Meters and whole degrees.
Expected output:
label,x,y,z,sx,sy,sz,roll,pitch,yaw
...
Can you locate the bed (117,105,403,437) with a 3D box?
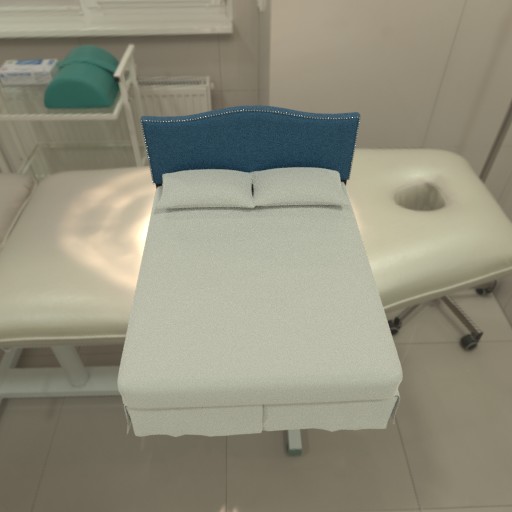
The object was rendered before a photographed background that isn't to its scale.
label,x,y,z,sx,sy,sz,roll,pitch,yaw
bed,0.000,0.000,2.893,1.610,1.169,1.872,-2,45,-2
